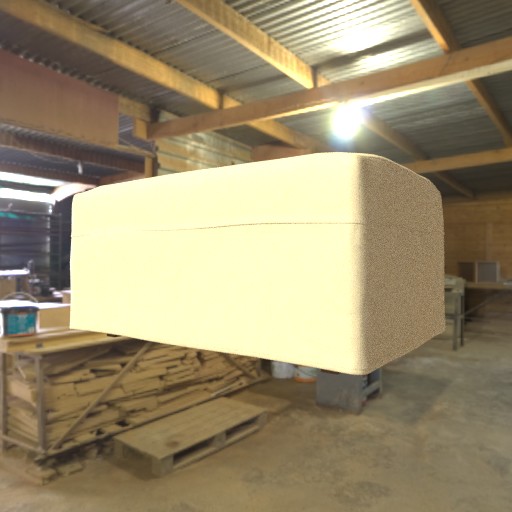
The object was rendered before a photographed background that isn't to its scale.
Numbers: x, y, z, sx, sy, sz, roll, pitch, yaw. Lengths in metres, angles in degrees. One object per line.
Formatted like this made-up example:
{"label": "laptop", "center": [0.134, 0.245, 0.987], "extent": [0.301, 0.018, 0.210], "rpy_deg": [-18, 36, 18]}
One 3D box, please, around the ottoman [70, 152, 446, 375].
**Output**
{"label": "ottoman", "center": [0.000, 0.000, 1.206], "extent": [0.872, 0.444, 0.590], "rpy_deg": [0, 0, 36]}
